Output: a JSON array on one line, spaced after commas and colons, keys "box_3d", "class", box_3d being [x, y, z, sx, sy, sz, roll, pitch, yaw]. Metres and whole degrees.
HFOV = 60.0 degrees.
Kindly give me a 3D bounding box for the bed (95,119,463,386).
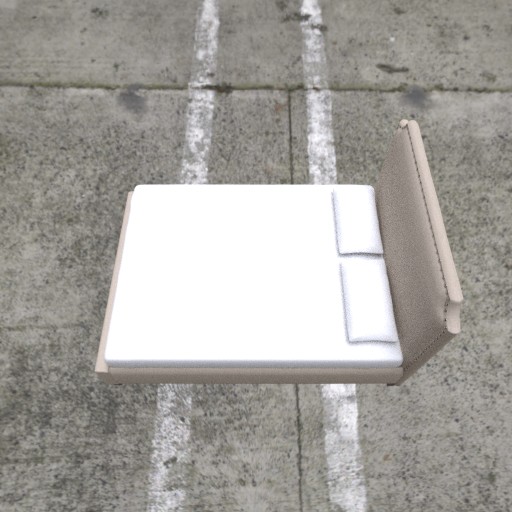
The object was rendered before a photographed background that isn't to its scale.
[{"box_3d": [0.000, 0.000, 3.435, 2.372, 1.443, 1.713, 0, 59, 0], "class": "bed"}]
